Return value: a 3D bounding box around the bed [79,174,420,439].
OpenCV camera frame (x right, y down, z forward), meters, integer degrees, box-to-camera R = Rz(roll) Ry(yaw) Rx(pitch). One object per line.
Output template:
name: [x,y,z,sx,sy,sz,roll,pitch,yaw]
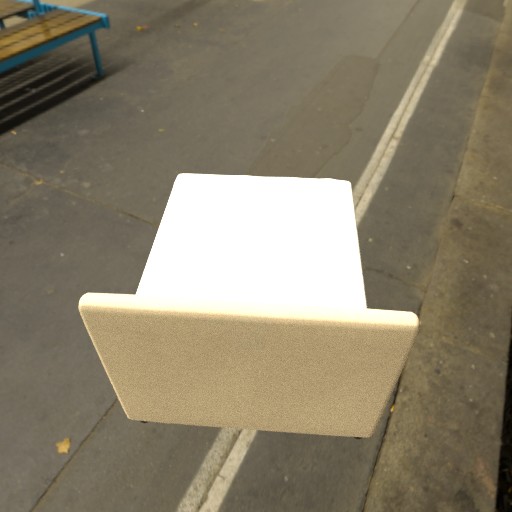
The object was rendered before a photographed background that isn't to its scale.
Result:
bed: [0.000,0.000,3.293,1.723,1.330,2.142,3,45,3]
